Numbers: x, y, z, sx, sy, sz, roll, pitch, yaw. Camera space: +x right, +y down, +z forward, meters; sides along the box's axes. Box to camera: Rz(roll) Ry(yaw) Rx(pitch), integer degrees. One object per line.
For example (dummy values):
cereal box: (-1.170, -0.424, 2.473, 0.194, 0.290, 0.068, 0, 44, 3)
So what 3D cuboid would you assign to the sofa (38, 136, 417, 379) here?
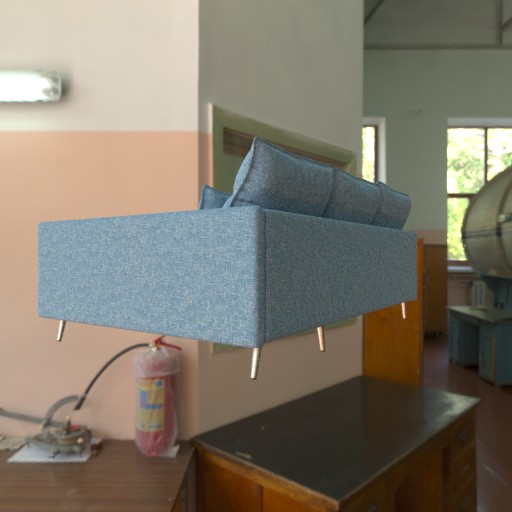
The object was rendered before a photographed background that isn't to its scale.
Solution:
sofa: (0.000, 0.000, 2.761, 1.420, 0.899, 2.034, 0, 0, 35)
